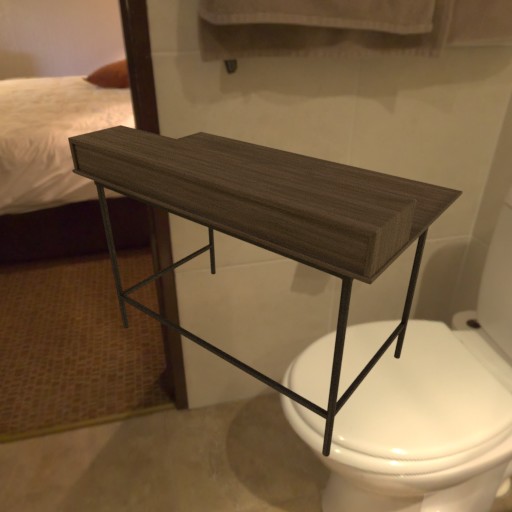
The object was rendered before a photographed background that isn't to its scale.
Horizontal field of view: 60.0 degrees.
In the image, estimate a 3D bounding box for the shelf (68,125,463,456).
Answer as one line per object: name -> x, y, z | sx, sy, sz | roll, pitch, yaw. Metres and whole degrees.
shelf -> 0.000, 0.000, 1.724 | 1.212, 0.865, 0.685 | 22, 37, 32
